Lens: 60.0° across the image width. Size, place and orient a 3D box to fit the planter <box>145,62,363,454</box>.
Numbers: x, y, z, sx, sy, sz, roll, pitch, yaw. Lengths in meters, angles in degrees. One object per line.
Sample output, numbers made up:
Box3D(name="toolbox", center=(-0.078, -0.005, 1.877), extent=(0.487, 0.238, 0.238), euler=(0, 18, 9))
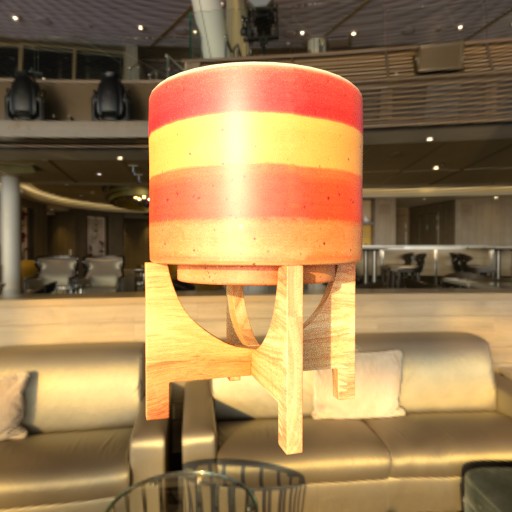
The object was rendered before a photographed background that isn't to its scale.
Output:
Box3D(name="planter", center=(0.000, 0.000, 0.553), extent=(0.269, 0.379, 0.269), euler=(0, 1, 0))
